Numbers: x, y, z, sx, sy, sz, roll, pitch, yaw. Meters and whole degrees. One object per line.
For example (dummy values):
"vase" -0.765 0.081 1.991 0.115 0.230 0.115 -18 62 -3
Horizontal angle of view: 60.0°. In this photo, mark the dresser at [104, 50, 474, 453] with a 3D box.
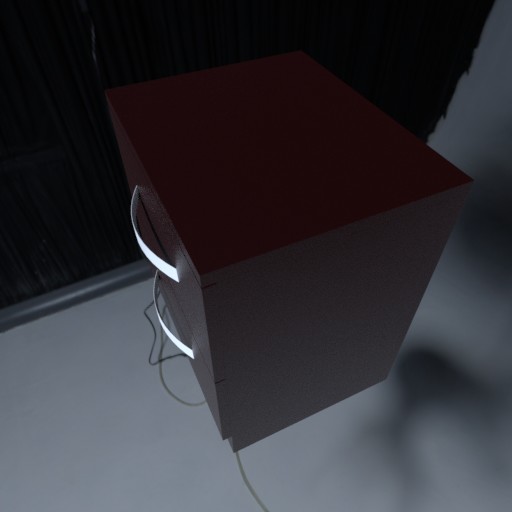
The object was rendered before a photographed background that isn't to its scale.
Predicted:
"dresser" 0.000 0.000 0.746 0.360 0.470 0.400 -19 50 -17
